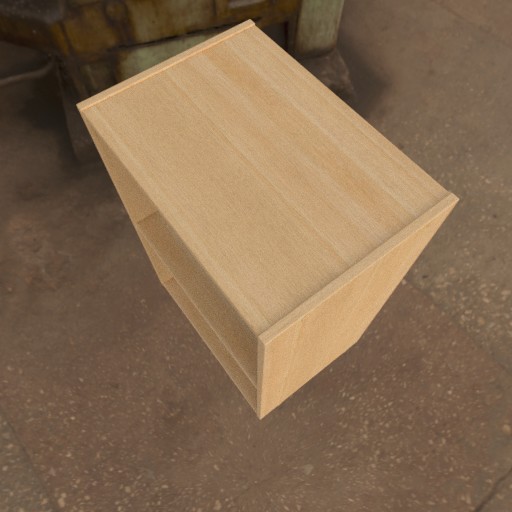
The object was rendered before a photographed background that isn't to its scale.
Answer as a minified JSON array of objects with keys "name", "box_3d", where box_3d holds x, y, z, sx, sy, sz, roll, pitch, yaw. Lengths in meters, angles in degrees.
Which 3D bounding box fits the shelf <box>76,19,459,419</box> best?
[{"name":"shelf","box_3d":[0.000,0.000,0.819,0.290,0.592,0.414,-34,68,-16]}]
